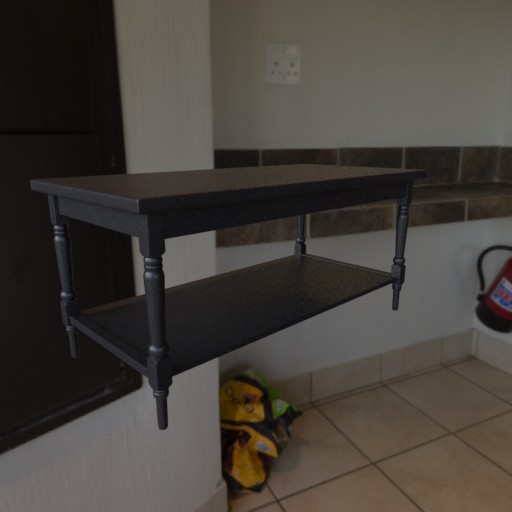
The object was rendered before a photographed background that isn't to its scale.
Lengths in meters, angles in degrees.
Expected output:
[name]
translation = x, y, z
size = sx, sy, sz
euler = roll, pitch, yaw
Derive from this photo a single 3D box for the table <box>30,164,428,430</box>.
[table]
translation = 0.000, 0.000, 1.399
size = 1.107, 0.510, 0.550
euler = -14, 20, -42
